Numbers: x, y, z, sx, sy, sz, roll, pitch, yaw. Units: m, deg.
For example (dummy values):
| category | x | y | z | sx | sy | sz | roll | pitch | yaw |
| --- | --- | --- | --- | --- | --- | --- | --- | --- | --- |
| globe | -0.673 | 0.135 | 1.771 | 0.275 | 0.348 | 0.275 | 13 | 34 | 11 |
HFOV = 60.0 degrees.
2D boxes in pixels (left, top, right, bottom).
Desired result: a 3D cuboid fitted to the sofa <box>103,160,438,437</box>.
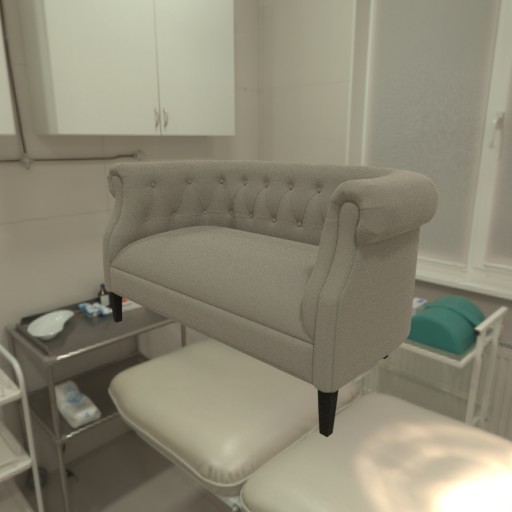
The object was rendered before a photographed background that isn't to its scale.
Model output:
| category | x | y | z | sx | sy | sz | roll | pitch | yaw |
| --- | --- | --- | --- | --- | --- | --- | --- | --- | --- |
| sofa | 0.000 | 0.000 | 2.064 | 1.558 | 0.827 | 0.835 | 14 | 20 | 42 |
